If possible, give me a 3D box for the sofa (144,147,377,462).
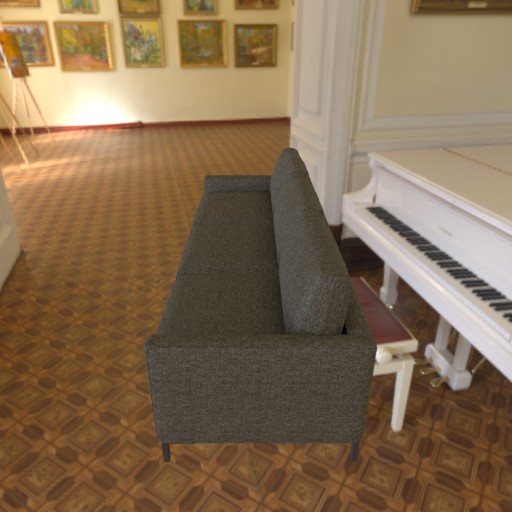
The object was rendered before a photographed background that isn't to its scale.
[{"bbox_3d":[0.000,0.000,2.666,0.876,0.879,2.253,0,26,0],"label":"sofa"}]
